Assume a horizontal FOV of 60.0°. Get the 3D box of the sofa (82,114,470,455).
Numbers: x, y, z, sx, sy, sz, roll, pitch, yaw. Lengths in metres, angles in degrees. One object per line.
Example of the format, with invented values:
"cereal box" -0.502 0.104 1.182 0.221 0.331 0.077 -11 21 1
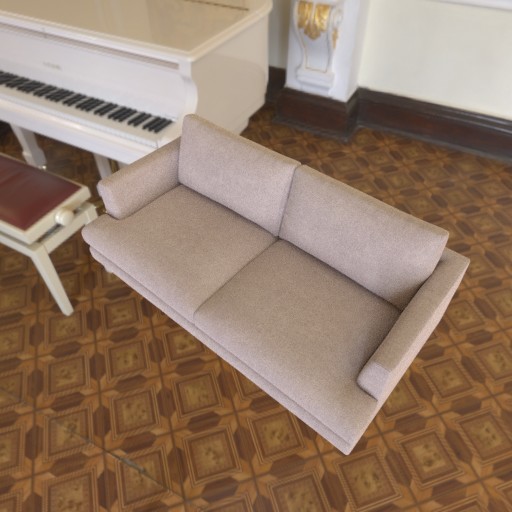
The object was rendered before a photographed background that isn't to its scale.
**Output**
"sofa" 0.000 0.000 2.501 1.948 0.868 1.020 31 54 27
